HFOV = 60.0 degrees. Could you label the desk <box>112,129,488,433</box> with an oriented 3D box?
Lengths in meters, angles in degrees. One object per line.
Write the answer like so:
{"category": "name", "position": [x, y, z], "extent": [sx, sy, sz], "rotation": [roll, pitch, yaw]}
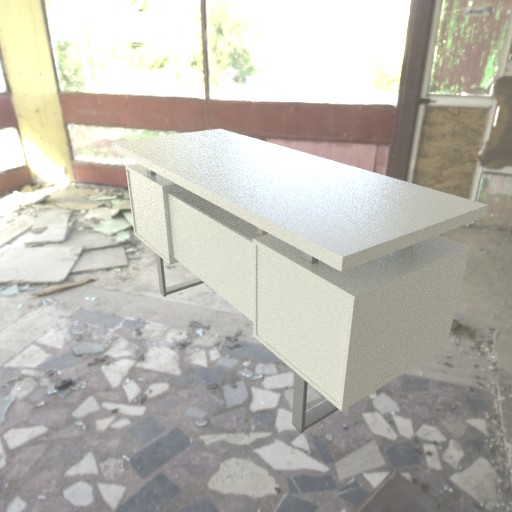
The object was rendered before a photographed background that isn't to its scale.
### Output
{"category": "desk", "position": [0.000, 0.000, 1.883], "extent": [0.603, 0.773, 1.530], "rotation": [-17, 31, -31]}
